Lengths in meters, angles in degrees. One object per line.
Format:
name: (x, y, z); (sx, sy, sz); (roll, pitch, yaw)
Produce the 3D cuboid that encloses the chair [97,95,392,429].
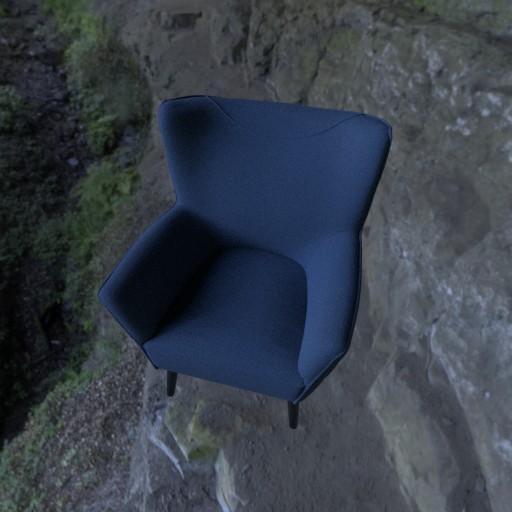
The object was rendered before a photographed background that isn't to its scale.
chair: (0.000, 0.000, 1.622); (0.781, 0.933, 0.888); (11, 43, 12)
